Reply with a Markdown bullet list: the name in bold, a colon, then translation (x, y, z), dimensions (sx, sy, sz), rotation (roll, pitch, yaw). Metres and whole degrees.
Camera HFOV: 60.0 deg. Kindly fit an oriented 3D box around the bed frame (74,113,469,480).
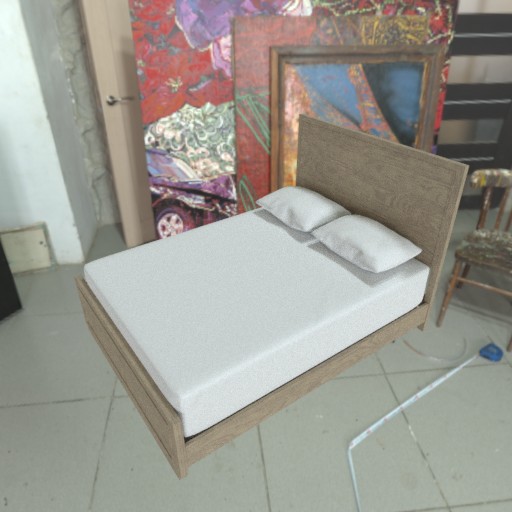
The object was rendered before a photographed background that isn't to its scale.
- **bed frame**: translation (0.000, 0.000, 3.190), dimensions (2.189, 1.369, 1.606), rotation (-21, 37, -30)
